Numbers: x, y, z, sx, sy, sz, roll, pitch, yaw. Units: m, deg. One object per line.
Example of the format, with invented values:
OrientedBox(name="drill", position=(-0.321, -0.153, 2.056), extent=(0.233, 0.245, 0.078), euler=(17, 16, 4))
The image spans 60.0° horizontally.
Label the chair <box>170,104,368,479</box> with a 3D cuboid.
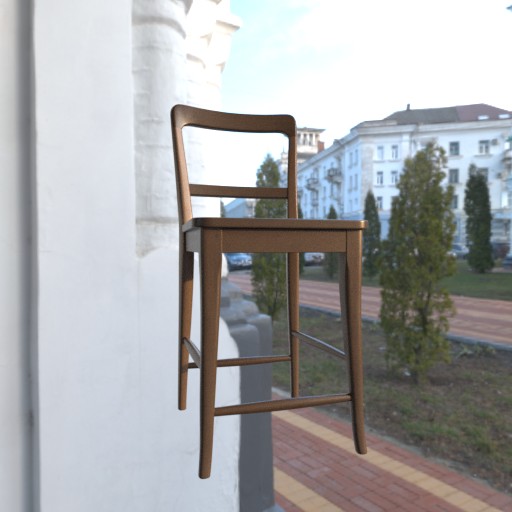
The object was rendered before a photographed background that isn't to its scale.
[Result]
OrientedBox(name="chair", position=(0.000, 0.000, 1.299), extent=(0.450, 0.991, 0.546), euler=(0, 1, -17))
